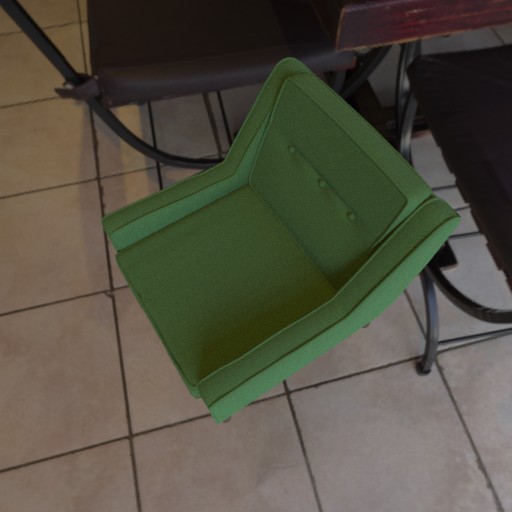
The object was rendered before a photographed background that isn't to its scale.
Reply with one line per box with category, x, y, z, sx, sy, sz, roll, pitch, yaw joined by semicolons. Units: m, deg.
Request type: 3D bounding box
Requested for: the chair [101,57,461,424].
chair;0.000;0.000;1.358;0.743;0.792;0.663;-30;66;-15
